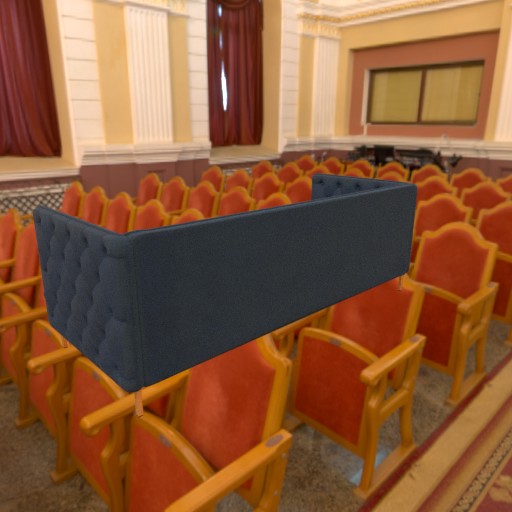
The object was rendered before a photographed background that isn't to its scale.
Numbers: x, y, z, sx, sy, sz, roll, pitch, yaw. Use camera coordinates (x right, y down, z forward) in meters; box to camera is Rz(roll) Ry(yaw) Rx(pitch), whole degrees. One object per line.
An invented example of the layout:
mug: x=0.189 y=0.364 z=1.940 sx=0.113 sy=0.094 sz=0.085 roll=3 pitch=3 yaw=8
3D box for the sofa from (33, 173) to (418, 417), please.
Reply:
sofa: x=0.000 y=0.000 z=2.649 sx=2.209 sy=0.771 sz=0.895 roll=-15 pitch=22 yaw=-41
